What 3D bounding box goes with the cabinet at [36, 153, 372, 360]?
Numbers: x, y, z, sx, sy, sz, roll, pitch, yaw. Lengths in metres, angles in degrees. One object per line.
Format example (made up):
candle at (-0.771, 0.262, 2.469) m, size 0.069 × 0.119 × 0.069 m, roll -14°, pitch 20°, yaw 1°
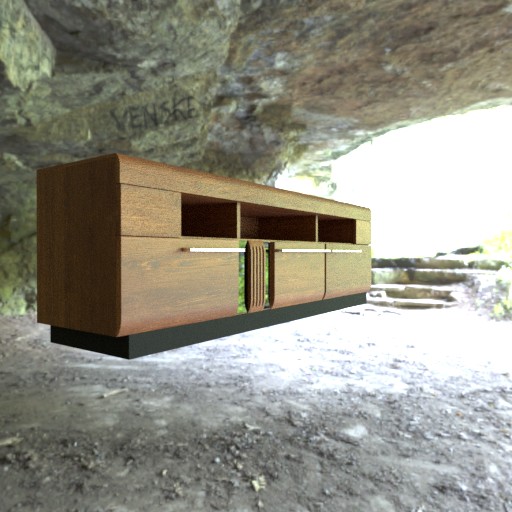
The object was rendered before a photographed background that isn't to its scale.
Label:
cabinet at (0.000, 0.000, 1.819) m, size 0.419 × 0.510 × 1.600 m, roll 0°, pitch 0°, yaw 36°
